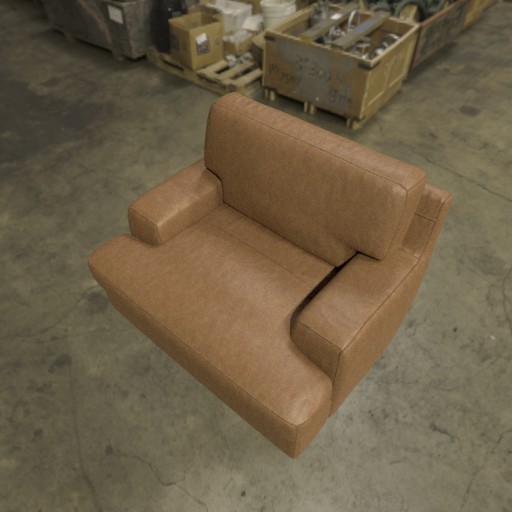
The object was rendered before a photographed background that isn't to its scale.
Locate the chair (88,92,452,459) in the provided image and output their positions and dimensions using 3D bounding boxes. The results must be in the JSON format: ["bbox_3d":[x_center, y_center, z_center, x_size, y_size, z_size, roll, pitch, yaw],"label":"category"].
[{"bbox_3d":[0.000,0.000,1.986,1.276,0.978,1.050,32,54,27],"label":"chair"}]
